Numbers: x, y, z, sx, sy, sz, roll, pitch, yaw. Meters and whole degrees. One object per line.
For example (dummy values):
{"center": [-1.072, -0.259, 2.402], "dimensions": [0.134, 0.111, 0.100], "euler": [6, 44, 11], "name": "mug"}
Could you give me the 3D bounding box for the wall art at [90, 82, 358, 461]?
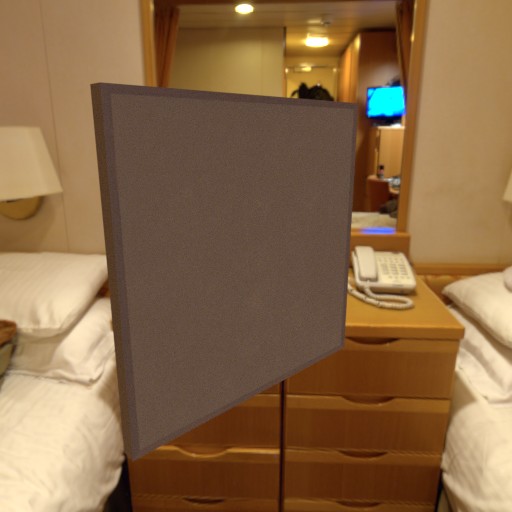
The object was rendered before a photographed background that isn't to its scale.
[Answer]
{"center": [0.000, 0.000, 1.113], "dimensions": [0.761, 0.758, 0.038], "euler": [-14, 21, -42], "name": "wall art"}
